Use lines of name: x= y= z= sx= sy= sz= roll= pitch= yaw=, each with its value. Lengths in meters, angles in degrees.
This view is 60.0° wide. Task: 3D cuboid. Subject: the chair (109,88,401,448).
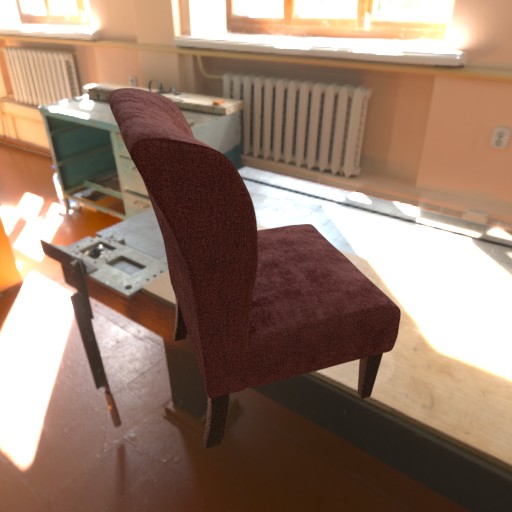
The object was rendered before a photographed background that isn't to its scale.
chair: x=0.000 y=0.000 z=1.228 sx=0.640 sy=0.846 sz=0.538 roll=-10 pitch=31 yaw=-16
